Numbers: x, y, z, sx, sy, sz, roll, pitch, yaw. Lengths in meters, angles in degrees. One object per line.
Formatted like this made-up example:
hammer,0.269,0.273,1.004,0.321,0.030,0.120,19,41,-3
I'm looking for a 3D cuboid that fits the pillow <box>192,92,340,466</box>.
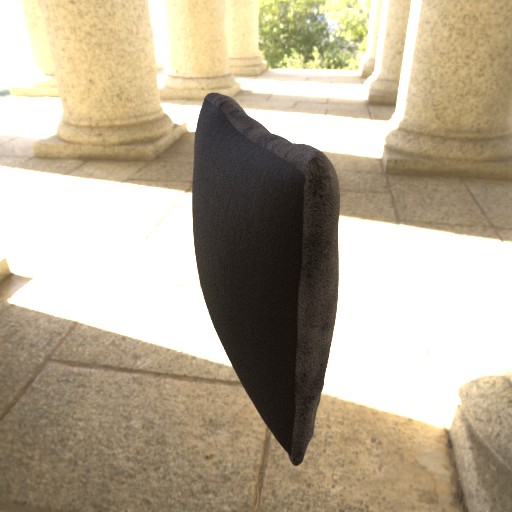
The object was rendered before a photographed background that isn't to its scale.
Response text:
pillow,0.000,0.000,0.809,0.204,0.520,0.522,-10,31,-17
